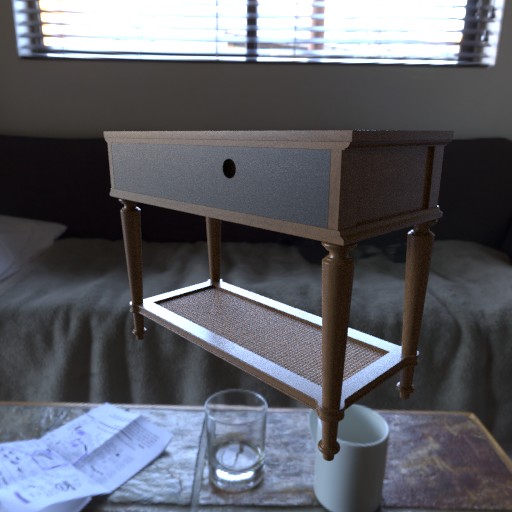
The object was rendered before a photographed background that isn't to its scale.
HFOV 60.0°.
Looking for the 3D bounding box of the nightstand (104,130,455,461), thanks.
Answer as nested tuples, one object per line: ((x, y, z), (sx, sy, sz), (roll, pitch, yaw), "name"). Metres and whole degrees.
((0.000, 0.000, 1.292), (0.432, 0.700, 0.914), (-14, 21, -42), "nightstand")
